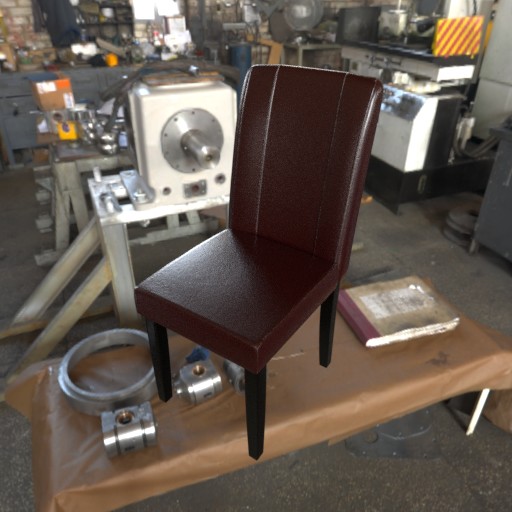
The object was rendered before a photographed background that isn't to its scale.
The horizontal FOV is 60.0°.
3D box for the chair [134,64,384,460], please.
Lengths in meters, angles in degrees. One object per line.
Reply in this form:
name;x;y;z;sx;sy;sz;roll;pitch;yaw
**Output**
chair;0.000;0.000;1.216;0.399;0.897;0.556;20;37;29
